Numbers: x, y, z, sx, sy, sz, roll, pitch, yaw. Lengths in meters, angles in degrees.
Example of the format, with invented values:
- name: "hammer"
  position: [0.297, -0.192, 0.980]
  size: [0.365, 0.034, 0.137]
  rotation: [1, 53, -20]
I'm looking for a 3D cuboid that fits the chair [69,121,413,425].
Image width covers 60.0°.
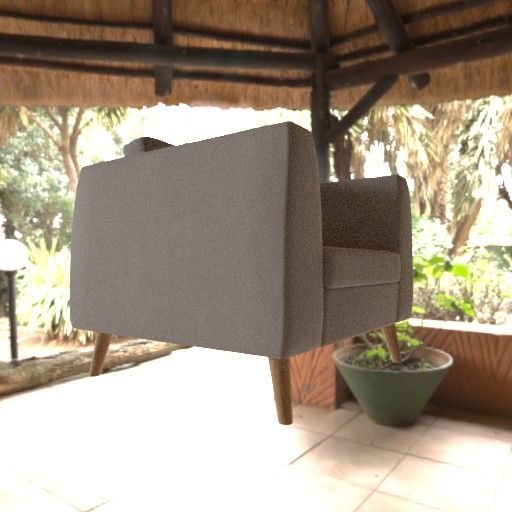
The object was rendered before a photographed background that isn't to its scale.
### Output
- name: "chair"
  position: [0.000, 0.000, 1.702]
  size: [0.930, 0.860, 1.000]
  rotation: [-1, -1, 36]
